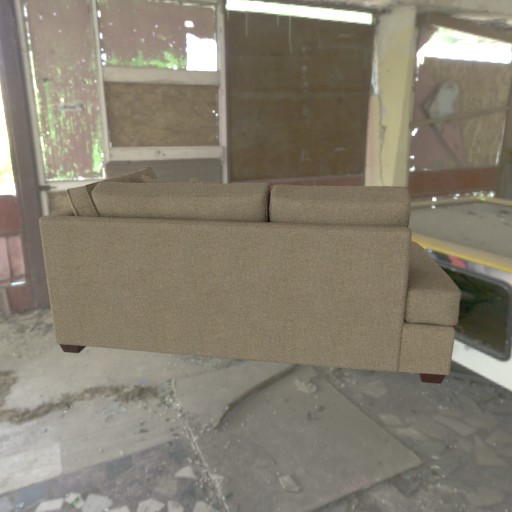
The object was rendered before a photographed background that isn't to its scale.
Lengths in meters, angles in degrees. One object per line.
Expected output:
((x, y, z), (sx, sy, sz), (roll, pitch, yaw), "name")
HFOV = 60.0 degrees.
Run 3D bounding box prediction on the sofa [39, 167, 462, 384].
((0.000, 0.000, 2.830), (2.238, 1.019, 1.110), (3, 16, 9), "sofa")
